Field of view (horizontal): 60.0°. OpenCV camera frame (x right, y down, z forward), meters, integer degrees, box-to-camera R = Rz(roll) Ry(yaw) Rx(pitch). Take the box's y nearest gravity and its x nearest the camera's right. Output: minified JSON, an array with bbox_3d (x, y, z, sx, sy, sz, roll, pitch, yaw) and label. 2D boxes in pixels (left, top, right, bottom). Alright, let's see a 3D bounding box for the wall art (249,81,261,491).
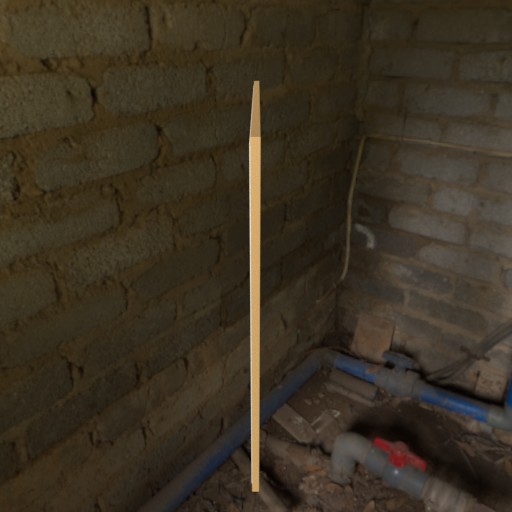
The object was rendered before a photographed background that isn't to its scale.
[{"bbox_3d":[0.000,0.000,0.974,0.014,0.655,0.657,0,27,0],"label":"wall art"}]
